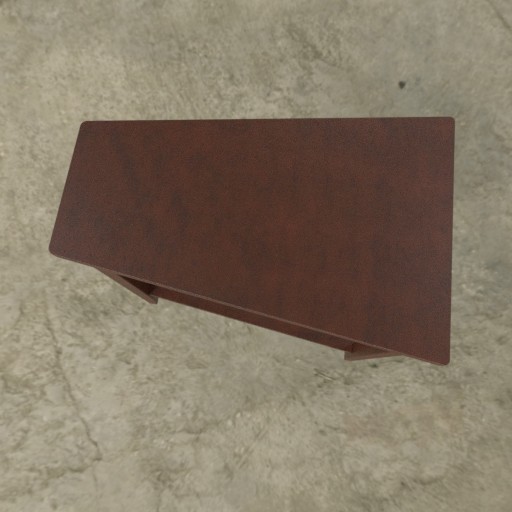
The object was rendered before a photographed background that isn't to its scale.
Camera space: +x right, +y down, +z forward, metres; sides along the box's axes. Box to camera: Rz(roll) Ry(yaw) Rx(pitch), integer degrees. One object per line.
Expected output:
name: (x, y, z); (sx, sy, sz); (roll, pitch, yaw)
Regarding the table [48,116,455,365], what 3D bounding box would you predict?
table: (0.000, 0.000, 0.970); (0.605, 0.589, 0.399); (7, 76, 2)
